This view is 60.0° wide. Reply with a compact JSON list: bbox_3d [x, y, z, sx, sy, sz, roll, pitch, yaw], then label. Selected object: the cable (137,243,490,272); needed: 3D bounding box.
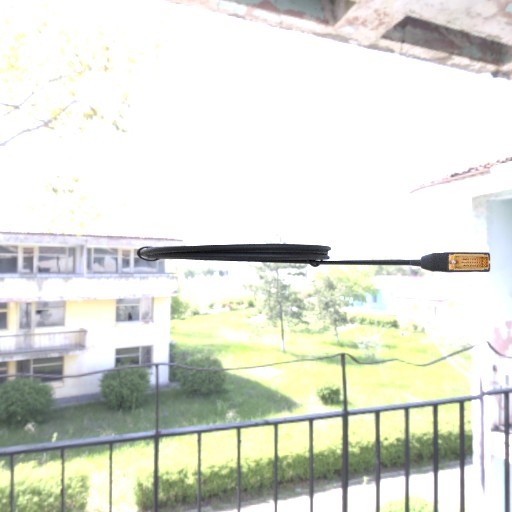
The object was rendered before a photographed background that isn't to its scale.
[{"bbox_3d":[0.000,0.000,0.506,0.257,0.030,0.422,0,-1,-19],"label":"cable"}]
